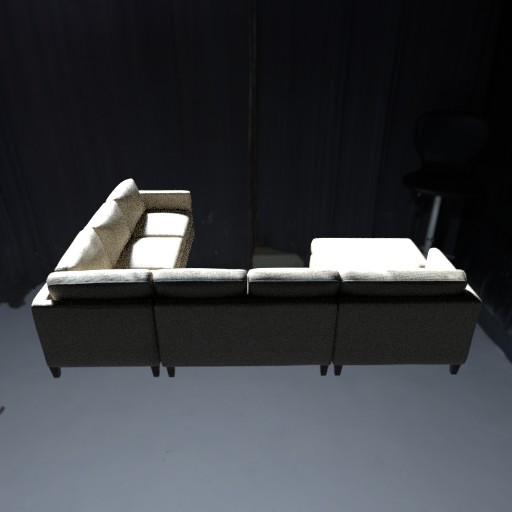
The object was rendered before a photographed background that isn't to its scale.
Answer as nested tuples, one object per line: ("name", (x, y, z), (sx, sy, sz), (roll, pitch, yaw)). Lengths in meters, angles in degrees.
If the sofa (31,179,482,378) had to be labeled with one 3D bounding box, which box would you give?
("sofa", (0.000, 0.000, 4.571), (3.460, 0.959, 2.593), (0, 28, -1))
